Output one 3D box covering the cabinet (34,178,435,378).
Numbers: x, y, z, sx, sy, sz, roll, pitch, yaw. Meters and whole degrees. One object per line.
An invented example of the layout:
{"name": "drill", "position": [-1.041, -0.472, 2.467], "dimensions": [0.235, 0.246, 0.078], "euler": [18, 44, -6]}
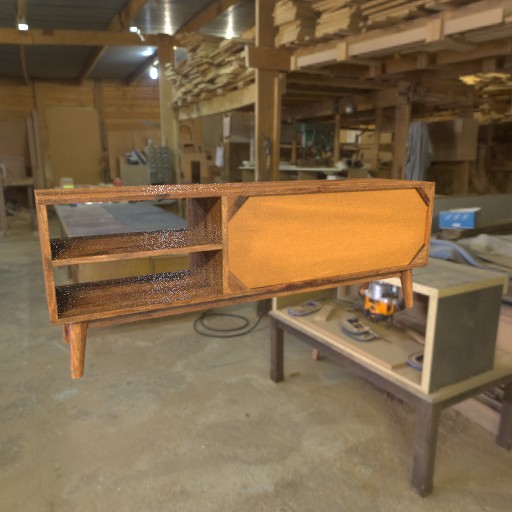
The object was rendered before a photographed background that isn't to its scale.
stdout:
{"name": "cabinet", "position": [0.000, 0.000, 1.677], "dimensions": [1.448, 0.528, 0.349], "euler": [-7, 15, -26]}
